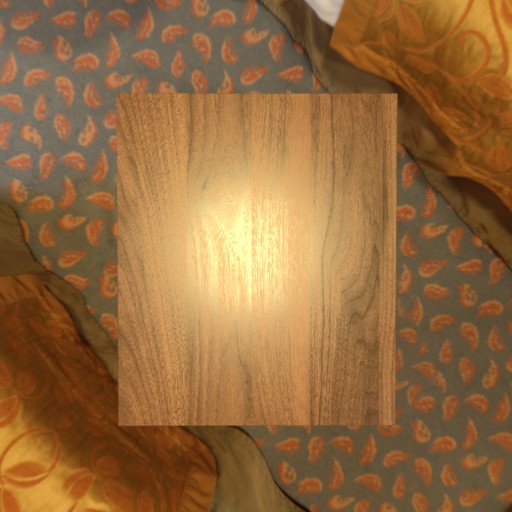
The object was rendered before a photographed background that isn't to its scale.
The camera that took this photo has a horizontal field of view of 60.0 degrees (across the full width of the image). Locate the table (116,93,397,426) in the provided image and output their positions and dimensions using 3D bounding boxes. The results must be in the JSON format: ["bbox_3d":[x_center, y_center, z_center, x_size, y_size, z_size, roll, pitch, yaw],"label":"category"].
[{"bbox_3d":[0.000,0.000,1.567,0.660,1.041,0.786,0,91,0],"label":"table"}]
